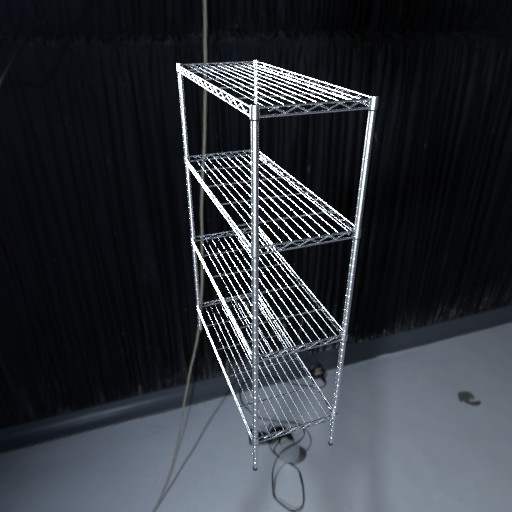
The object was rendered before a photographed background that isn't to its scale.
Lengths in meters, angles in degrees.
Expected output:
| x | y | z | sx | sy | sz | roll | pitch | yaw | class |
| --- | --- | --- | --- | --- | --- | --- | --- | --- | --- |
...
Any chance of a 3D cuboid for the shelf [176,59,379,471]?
| x | y | z | sx | sy | sz | roll | pitch | yaw | class |
| --- | --- | --- | --- | --- | --- | --- | --- | --- | --- |
| 0.000 | 0.000 | 1.789 | 0.352 | 1.360 | 0.907 | -10 | 31 | -17 | shelf |
